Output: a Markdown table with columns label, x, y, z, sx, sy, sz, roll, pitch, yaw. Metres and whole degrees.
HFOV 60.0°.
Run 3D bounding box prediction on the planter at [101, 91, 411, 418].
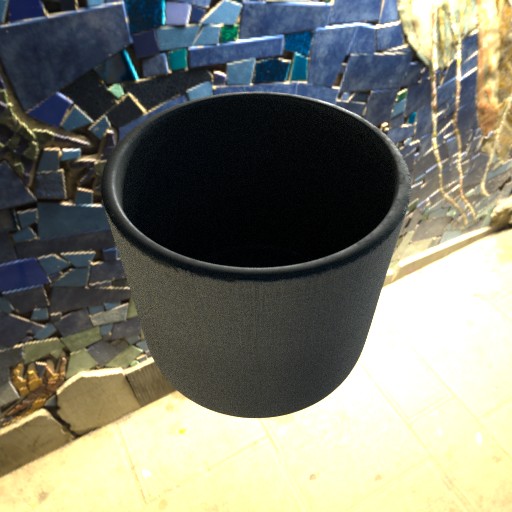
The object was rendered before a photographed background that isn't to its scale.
| label | x | y | z | sx | sy | sz | roll | pitch | yaw |
| --- | --- | --- | --- | --- | --- | --- | --- | --- | --- |
| planter | 0.000 | 0.000 | 0.397 | 0.226 | 0.201 | 0.226 | 0 | 47 | 0 |
